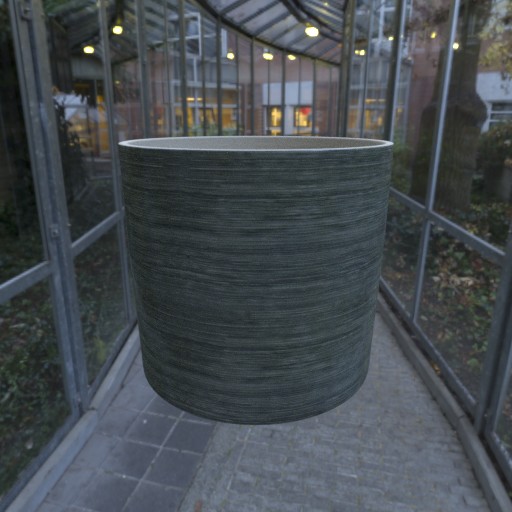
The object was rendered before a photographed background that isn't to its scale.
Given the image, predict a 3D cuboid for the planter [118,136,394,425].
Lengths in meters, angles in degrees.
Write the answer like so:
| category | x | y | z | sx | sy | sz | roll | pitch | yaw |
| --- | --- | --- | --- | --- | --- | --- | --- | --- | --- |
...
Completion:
| category | x | y | z | sx | sy | sz | roll | pitch | yaw |
| --- | --- | --- | --- | --- | --- | --- | --- | --- | --- |
| planter | 0.000 | 0.000 | 0.400 | 0.221 | 0.201 | 0.221 | 0 | 17 | 0 |
